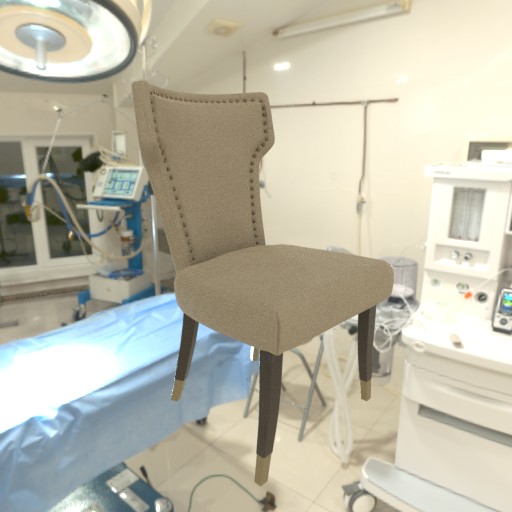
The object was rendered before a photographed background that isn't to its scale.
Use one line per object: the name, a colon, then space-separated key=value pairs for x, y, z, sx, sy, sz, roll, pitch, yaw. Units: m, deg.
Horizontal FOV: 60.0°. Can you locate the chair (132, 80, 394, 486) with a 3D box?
chair: x=0.000 y=0.000 z=1.298 sx=0.630 sy=0.955 sz=0.526 roll=14 pitch=21 yaw=42
